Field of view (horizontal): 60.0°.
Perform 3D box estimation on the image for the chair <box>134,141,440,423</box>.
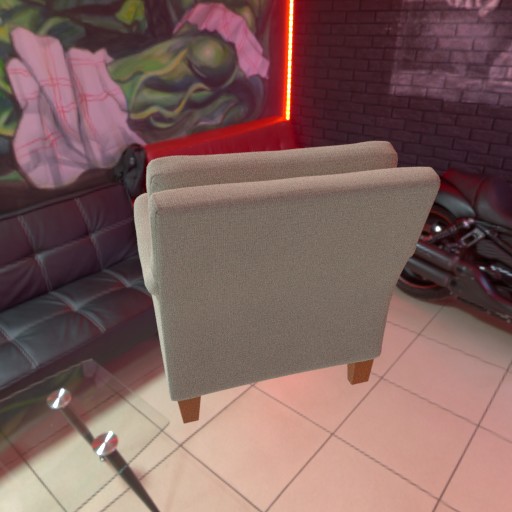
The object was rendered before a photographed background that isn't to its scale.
[{"bbox_3d":[0.000,0.000,1.889,0.955,1.038,1.070,-8,28,-15],"label":"chair"}]
